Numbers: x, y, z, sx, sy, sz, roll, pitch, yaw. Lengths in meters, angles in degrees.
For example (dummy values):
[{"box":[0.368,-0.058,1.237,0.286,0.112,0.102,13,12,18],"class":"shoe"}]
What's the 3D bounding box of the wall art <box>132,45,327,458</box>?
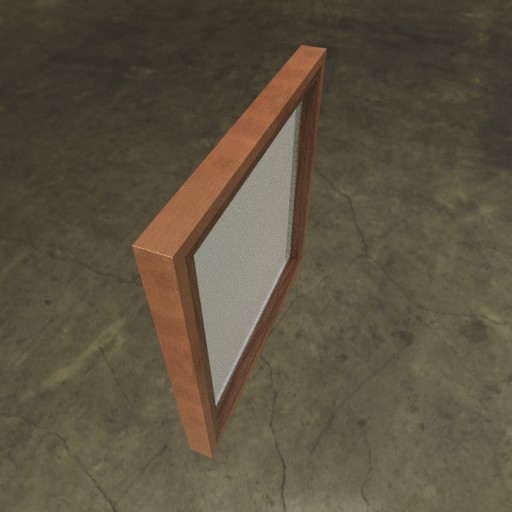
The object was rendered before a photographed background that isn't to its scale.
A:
[{"box":[0.000,0.000,0.597,0.035,0.403,0.403,16,49,15],"class":"wall art"}]
